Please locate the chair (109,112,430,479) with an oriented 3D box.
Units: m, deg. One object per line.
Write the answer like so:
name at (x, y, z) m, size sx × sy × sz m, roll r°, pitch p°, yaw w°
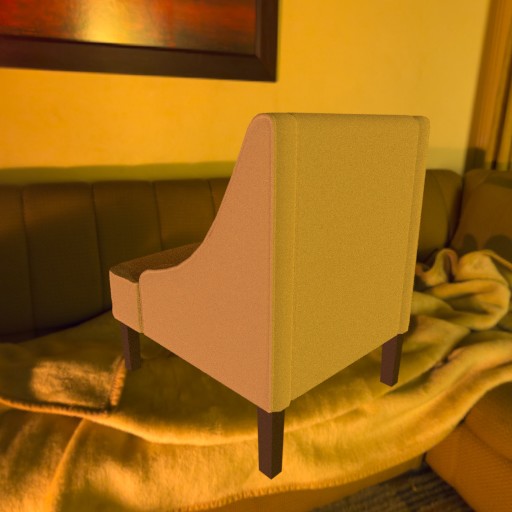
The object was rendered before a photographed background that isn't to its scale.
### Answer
chair at (0.000, 0.000, 1.468) m, size 0.689 × 0.886 × 0.806 m, roll -16°, pitch 23°, yaw -42°
